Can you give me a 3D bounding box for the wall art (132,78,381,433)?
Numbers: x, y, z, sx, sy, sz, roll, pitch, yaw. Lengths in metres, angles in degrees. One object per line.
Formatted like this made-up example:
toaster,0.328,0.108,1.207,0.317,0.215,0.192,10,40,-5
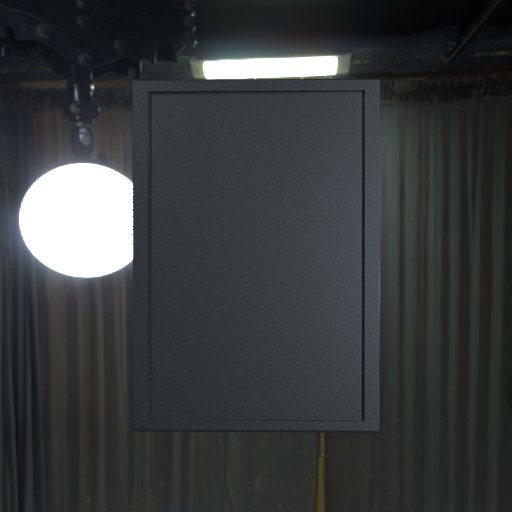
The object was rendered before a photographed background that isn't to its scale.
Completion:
wall art,0.000,0.000,0.548,0.303,0.431,0.013,0,0,1
